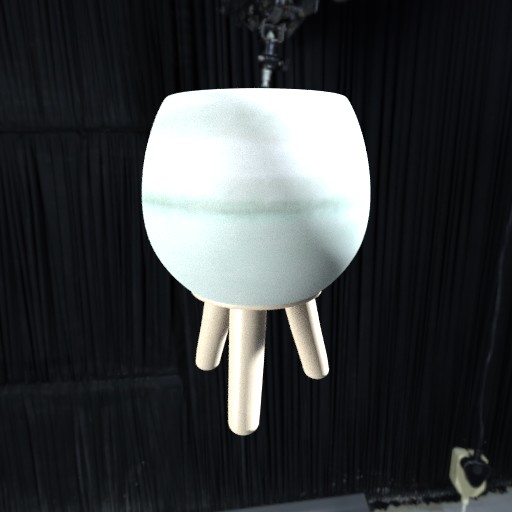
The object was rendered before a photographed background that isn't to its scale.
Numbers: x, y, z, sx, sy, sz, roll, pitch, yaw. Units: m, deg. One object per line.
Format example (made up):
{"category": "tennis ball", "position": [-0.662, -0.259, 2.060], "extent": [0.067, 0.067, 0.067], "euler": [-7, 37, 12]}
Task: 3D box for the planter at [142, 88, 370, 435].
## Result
{"category": "planter", "position": [0.000, 0.000, 0.334], "extent": [0.161, 0.224, 0.161], "euler": [0, 14, 0]}
